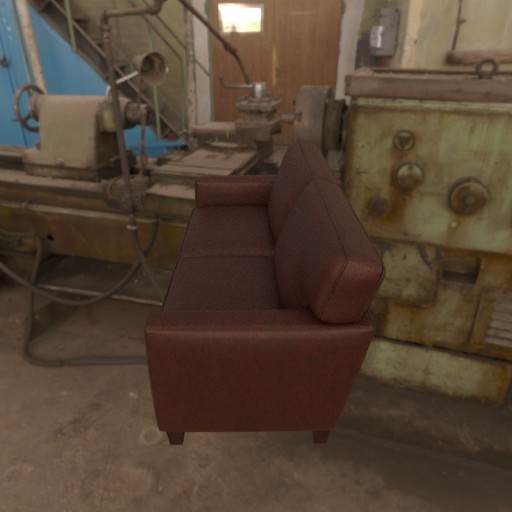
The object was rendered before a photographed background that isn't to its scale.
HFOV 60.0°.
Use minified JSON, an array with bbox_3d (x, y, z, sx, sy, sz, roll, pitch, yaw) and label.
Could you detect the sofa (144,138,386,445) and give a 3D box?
[{"bbox_3d":[0.000,0.000,2.472,0.912,0.928,1.876,0,28,-1],"label":"sofa"}]
